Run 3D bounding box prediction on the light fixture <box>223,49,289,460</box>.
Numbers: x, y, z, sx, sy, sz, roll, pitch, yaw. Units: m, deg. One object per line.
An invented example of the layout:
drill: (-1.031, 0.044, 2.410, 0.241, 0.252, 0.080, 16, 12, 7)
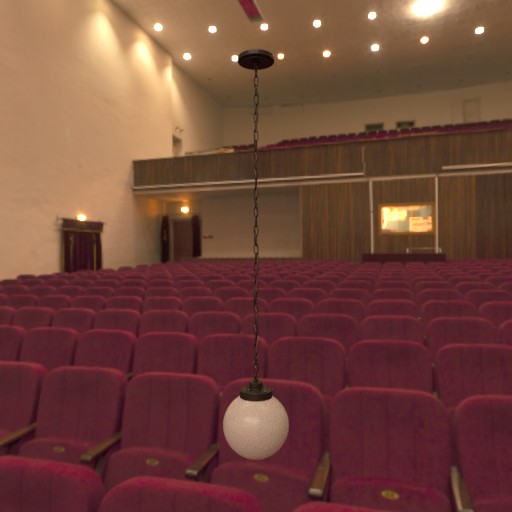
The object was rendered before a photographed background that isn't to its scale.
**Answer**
light fixture: (0.000, 0.000, 2.074, 0.304, 1.867, 0.305, 0, -1, 17)
